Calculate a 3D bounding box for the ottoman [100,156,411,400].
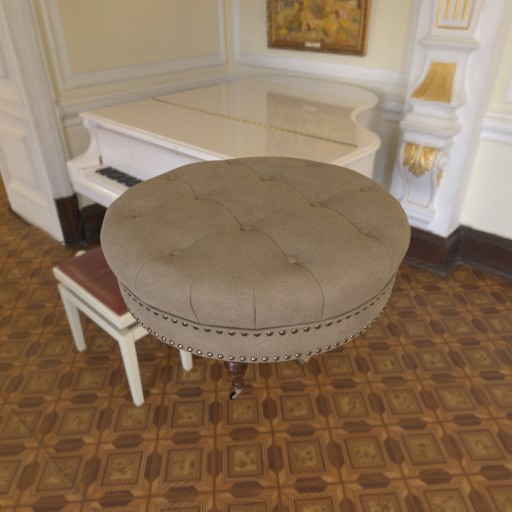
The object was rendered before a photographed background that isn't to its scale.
[{"bbox_3d":[0.000,0.000,1.411,0.901,0.439,0.901,0,31,0],"label":"ottoman"}]
